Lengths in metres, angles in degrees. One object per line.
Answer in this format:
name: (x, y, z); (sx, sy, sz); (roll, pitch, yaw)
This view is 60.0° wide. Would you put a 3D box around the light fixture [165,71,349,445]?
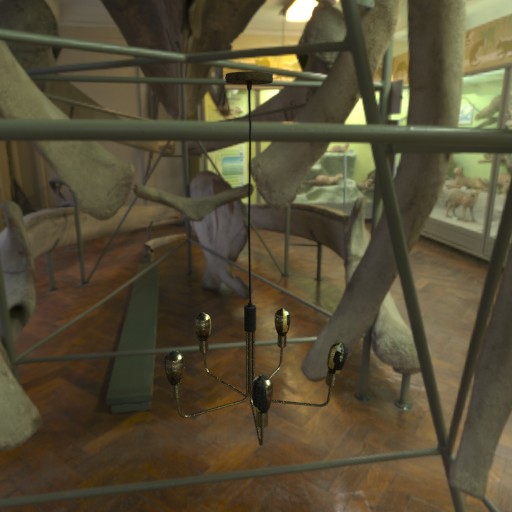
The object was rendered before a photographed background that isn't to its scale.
light fixture: (0.000, 0.000, 1.381); (0.588, 1.059, 0.532); (-2, 16, -8)
